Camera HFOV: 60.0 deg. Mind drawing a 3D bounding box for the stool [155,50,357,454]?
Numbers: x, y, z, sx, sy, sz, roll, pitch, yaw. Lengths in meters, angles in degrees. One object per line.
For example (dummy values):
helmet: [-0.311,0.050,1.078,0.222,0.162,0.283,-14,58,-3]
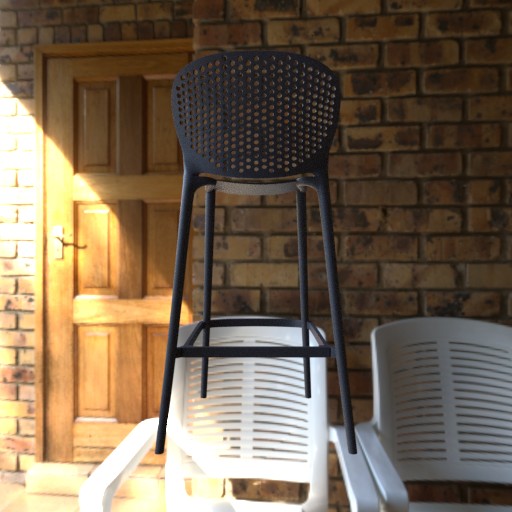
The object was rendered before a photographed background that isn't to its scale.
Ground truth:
stool: [0.000,0.000,1.386,0.536,1.045,0.535,0,0,0]
